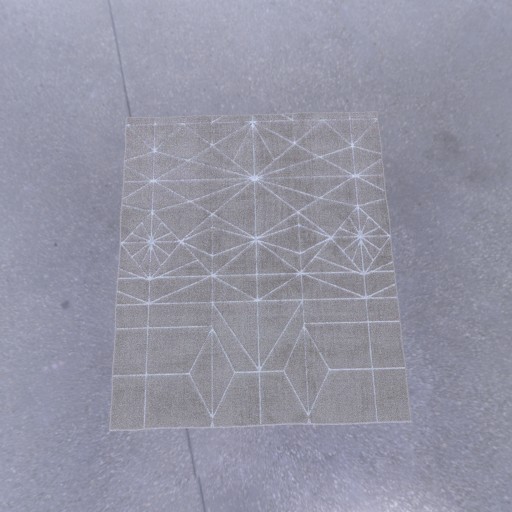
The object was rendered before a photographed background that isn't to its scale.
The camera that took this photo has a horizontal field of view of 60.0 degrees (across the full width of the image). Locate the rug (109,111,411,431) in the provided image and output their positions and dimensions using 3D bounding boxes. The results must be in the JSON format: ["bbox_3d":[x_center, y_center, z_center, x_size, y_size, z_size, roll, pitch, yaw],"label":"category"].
[{"bbox_3d":[0.000,0.000,0.882,0.548,0.006,0.639,-1,75,0],"label":"rug"}]
